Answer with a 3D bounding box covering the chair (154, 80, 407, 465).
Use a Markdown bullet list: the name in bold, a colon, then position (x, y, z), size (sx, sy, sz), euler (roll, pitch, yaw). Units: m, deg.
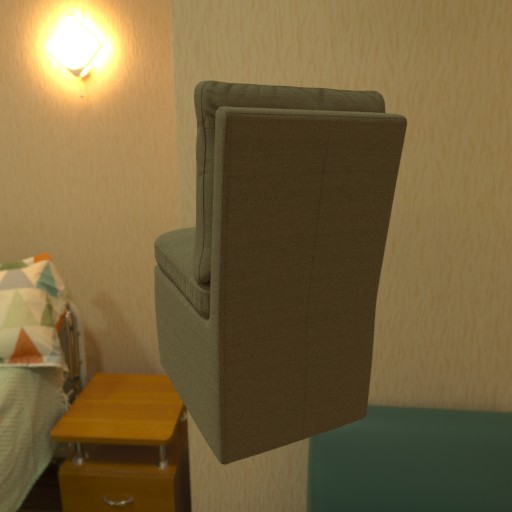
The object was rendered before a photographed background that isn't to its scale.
- **chair**: position (0.000, 0.000, 1.346), size (0.503, 0.927, 0.698), euler (-7, 16, -25)
